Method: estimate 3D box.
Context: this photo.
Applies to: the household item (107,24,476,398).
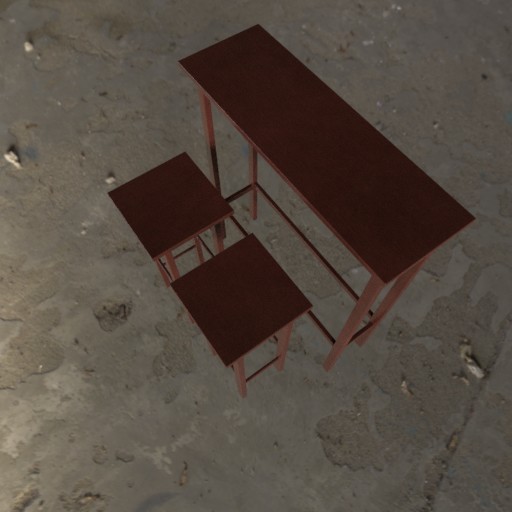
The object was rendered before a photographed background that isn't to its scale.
[{"bbox_3d":[0.000,0.000,1.641,0.676,1.067,0.914,-33,67,-16],"label":"household item"}]
